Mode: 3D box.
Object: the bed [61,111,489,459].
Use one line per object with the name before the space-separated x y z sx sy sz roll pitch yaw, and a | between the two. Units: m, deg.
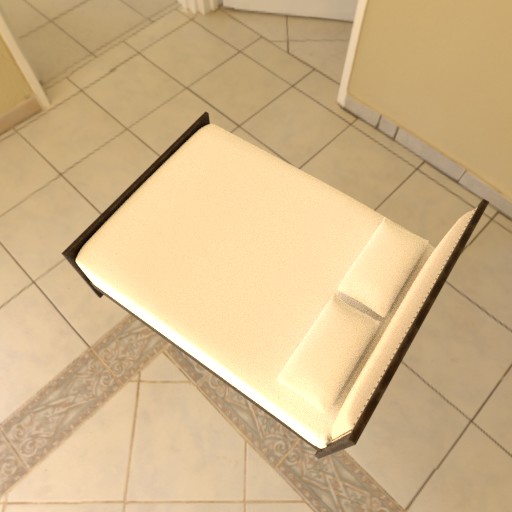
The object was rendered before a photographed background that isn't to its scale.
bed | 0.000 0.000 3.174 2.221 1.313 1.607 32 67 15
